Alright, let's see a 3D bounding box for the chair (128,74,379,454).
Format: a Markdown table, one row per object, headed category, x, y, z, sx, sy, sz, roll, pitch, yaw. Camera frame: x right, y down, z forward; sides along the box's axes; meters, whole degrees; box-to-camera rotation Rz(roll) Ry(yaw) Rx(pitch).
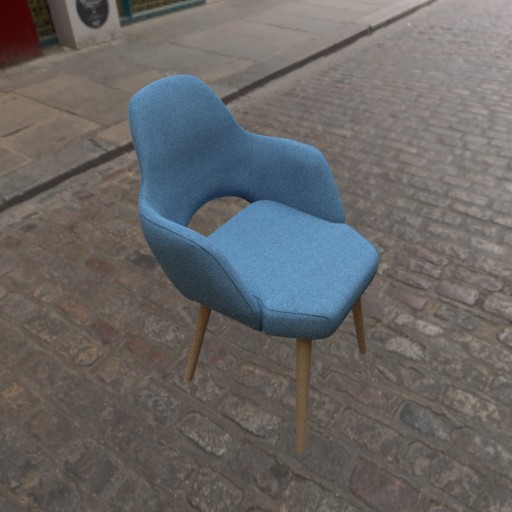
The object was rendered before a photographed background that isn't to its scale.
| category | x | y | z | sx | sy | sz | roll | pitch | yaw |
| --- | --- | --- | --- | --- | --- | --- | --- | --- | --- |
| chair | 0.000 | 0.000 | 1.329 | 0.666 | 0.920 | 0.589 | 24 | 45 | 26 |
